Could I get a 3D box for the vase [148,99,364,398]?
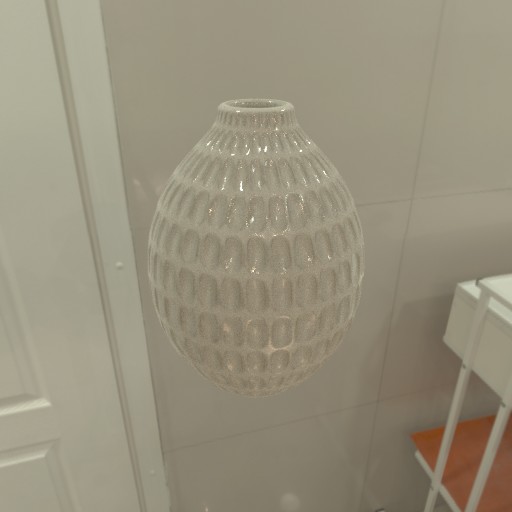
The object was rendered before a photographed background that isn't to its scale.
[{"bbox_3d":[0.000,0.000,0.338,0.162,0.223,0.162,0,27,0],"label":"vase"}]
